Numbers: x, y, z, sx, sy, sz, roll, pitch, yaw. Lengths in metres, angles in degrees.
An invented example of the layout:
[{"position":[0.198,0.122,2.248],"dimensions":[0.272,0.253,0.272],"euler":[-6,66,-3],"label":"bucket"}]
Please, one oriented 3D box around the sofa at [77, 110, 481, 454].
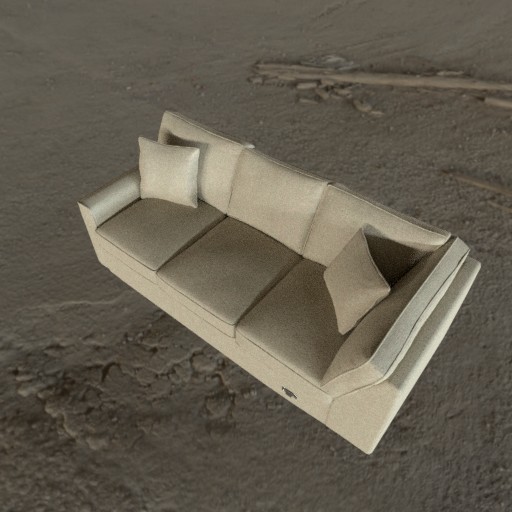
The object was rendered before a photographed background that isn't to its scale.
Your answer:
[{"position":[0.000,0.000,2.811],"dimensions":[2.317,0.962,1.061],"euler":[30,53,26],"label":"sofa"}]
